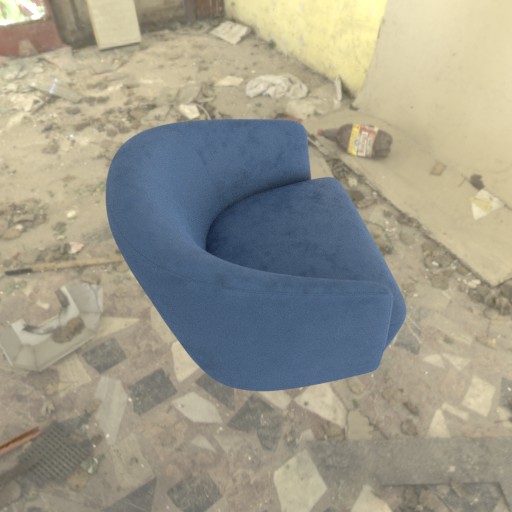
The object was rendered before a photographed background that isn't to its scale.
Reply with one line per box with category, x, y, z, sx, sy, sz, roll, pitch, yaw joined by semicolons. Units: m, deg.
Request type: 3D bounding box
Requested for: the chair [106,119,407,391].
chair;0.000;0.000;1.388;0.767;0.698;0.773;-8;47;-8
